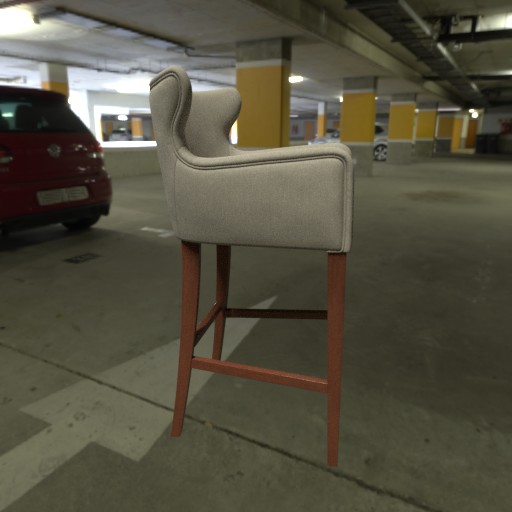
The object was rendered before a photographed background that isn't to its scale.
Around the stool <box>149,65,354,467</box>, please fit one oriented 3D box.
[{"bbox_3d":[0.000,0.000,1.395,0.575,1.047,0.575,3,16,11],"label":"stool"}]
